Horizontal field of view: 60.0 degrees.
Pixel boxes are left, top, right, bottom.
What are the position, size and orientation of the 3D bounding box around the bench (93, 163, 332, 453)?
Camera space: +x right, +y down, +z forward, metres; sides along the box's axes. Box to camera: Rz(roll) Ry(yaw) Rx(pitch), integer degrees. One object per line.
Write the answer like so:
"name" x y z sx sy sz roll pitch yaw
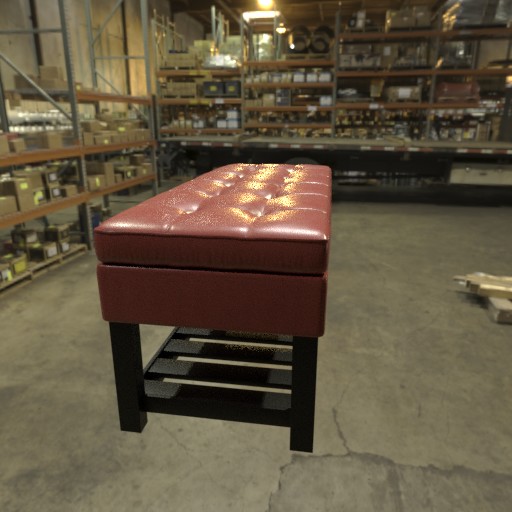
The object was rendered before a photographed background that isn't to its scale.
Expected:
"bench" 0.000 0.000 1.339 0.432 0.460 1.105 3 18 9
